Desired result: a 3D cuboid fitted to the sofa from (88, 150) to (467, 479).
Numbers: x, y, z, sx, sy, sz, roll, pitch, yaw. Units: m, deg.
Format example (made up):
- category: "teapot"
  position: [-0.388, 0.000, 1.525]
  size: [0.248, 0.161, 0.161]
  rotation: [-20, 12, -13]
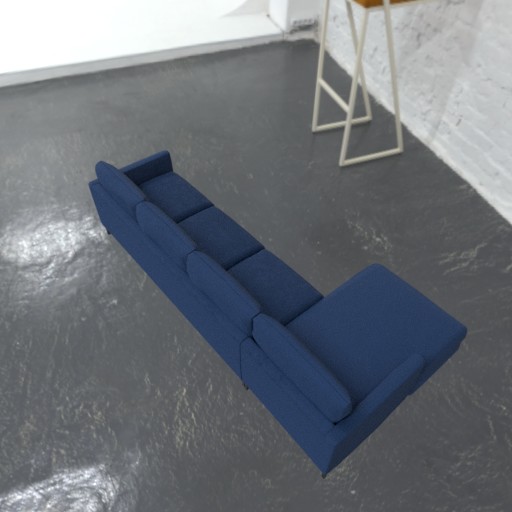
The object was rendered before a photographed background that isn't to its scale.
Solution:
- category: "sofa"
  position: [0.000, 0.000, 2.892]
  size: [1.128, 0.679, 2.450]
  rotation: [-32, 54, -26]
